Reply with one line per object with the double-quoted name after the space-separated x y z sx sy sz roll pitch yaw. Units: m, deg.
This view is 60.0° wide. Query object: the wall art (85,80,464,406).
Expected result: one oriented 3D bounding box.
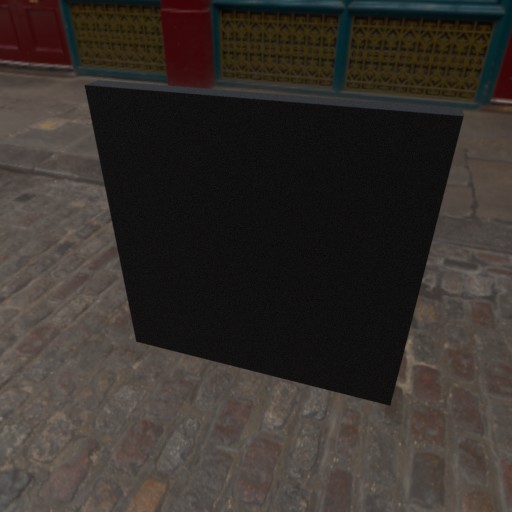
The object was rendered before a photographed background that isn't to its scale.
0.000 0.000 0.655 0.462 0.458 0.030 10 34 15 "wall art"
